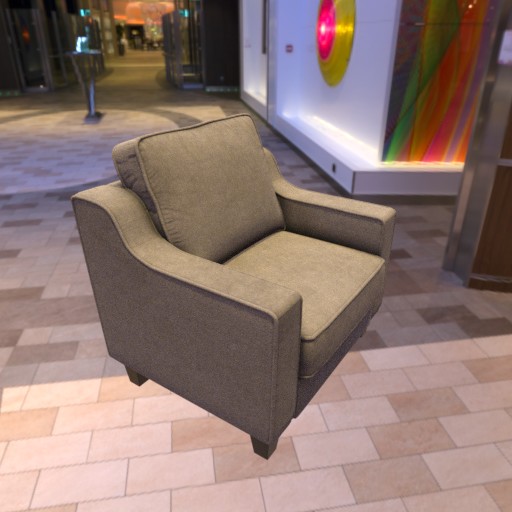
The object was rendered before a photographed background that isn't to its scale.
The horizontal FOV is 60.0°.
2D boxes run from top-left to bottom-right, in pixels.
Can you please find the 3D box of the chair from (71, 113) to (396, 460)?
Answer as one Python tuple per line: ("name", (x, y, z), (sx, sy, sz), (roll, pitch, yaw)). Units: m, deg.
("chair", (0.000, 0.000, 1.693), (0.840, 0.944, 0.926), (17, 31, 30))
